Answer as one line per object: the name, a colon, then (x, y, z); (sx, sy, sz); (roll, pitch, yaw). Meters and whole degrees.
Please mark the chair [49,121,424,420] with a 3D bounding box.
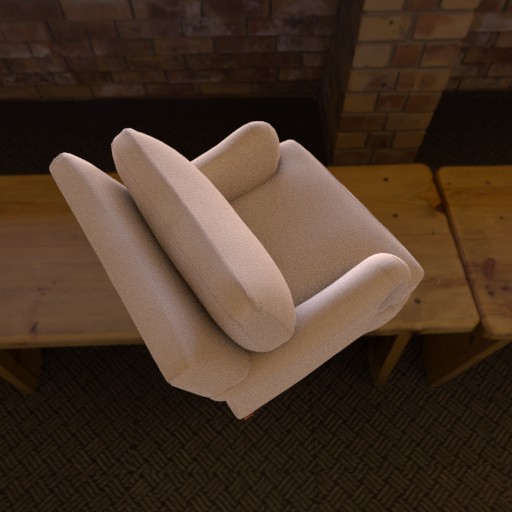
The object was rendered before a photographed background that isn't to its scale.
chair: (0.000, 0.000, 1.797); (1.070, 1.038, 0.955); (-29, 62, -17)
